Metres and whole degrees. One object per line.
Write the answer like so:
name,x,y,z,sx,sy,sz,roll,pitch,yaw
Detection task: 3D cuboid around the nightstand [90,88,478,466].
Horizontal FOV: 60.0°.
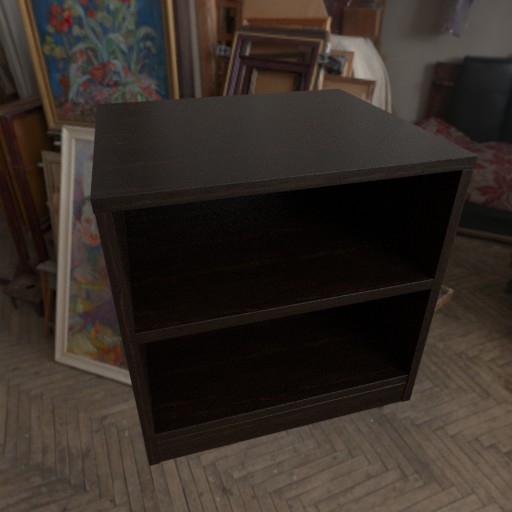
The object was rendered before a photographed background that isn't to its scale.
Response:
nightstand,0.000,0.000,0.830,0.489,0.487,0.427,-9,33,-13
